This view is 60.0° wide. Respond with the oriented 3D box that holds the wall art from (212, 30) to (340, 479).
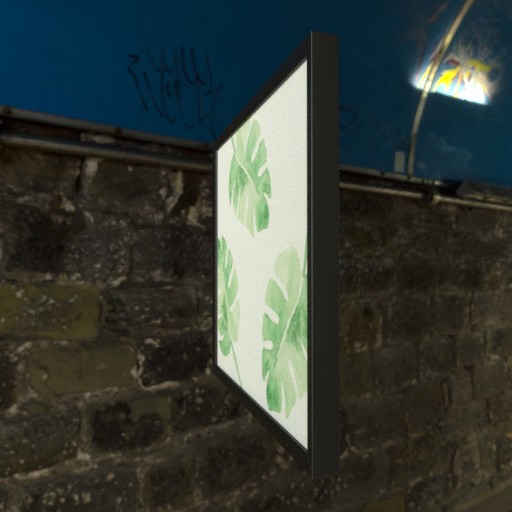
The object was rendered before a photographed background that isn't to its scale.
[{"bbox_3d":[0.000,0.000,0.747,0.036,0.508,0.508,0,-1,-18],"label":"wall art"}]
